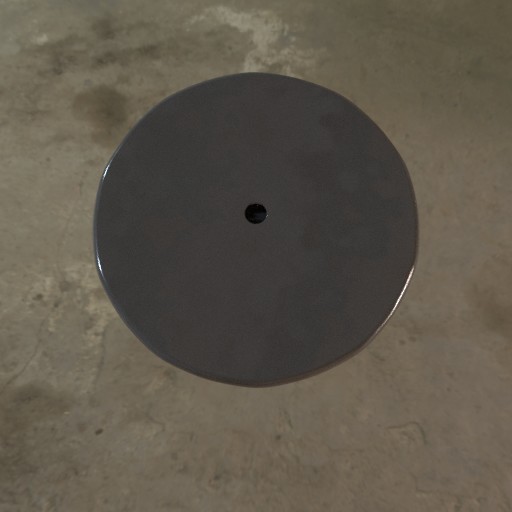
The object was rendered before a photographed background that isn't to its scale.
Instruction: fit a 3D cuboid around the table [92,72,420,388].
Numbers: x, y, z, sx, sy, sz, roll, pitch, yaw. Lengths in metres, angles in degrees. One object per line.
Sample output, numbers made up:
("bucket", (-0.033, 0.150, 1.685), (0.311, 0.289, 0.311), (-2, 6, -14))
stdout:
("table", (0.000, 0.000, 0.651), (0.352, 0.387, 0.352), (0, 77, 0))
